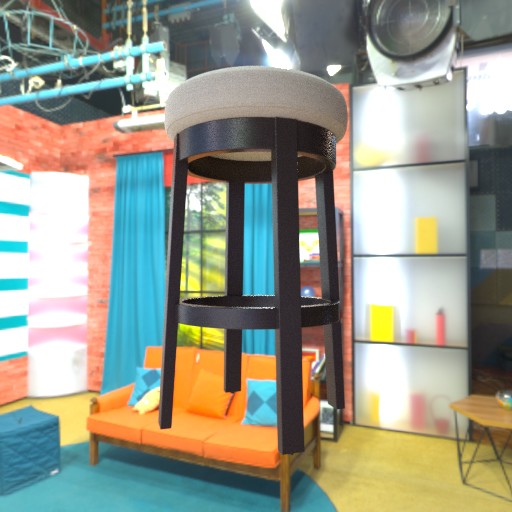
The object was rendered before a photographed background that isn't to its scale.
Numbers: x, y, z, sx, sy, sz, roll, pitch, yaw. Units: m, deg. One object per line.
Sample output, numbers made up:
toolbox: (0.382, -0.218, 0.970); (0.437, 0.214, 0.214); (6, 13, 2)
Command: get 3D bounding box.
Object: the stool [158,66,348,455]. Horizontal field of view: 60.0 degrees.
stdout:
stool: (0.000, 0.000, 1.048); (0.446, 0.758, 0.446); (0, -1, 0)
